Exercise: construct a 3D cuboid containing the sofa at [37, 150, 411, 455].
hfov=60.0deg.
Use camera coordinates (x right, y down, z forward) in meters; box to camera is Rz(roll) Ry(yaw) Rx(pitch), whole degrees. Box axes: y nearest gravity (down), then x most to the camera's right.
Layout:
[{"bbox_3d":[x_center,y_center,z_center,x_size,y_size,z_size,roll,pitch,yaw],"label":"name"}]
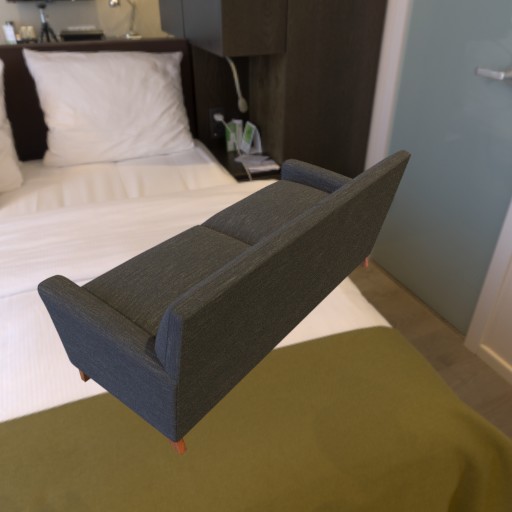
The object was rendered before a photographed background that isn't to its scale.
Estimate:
[{"bbox_3d":[0.000,0.000,2.418,0.875,0.846,1.976,22,38,31],"label":"sofa"}]
